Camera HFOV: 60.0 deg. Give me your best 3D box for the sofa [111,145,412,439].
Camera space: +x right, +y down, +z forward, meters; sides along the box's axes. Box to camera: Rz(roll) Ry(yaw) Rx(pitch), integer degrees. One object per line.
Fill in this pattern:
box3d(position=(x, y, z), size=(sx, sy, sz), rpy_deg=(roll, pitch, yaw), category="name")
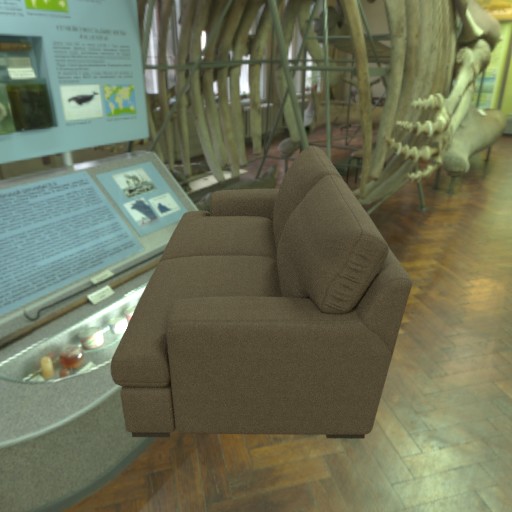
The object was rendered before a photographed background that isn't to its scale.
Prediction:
box3d(position=(0.000, 0.000, 2.503), size=(1.140, 0.950, 1.869), rpy_deg=(0, 24, 0), category="sofa")
